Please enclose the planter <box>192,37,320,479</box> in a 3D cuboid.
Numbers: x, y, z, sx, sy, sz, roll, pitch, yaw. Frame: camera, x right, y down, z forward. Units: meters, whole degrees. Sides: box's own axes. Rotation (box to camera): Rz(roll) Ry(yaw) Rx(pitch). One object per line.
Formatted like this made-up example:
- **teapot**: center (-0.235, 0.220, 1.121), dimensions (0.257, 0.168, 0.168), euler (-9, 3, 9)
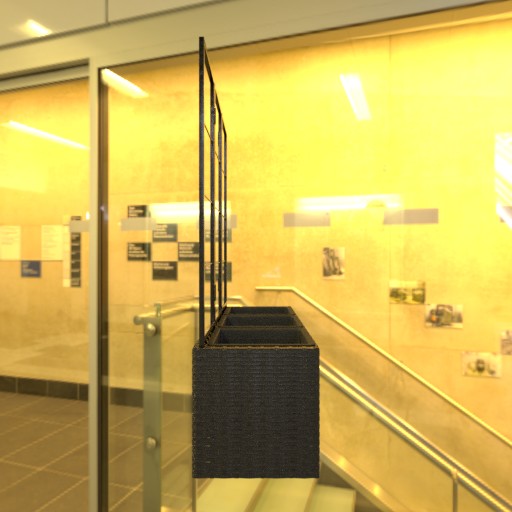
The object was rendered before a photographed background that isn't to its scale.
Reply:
- **planter**: center (0.000, 0.000, 1.183), dimensions (0.244, 0.841, 0.698), euler (0, 0, 0)
